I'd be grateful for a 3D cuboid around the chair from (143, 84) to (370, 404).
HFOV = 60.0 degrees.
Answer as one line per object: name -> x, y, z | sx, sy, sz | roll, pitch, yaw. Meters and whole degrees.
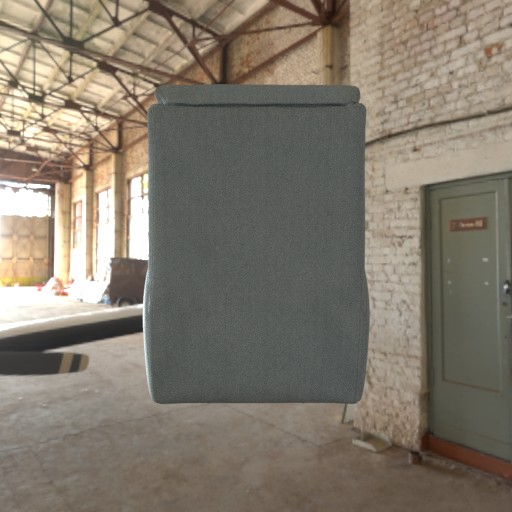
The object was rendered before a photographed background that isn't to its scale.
chair -> 0.000, 0.000, 1.677 | 0.794, 1.016, 0.940 | 0, -1, 0
